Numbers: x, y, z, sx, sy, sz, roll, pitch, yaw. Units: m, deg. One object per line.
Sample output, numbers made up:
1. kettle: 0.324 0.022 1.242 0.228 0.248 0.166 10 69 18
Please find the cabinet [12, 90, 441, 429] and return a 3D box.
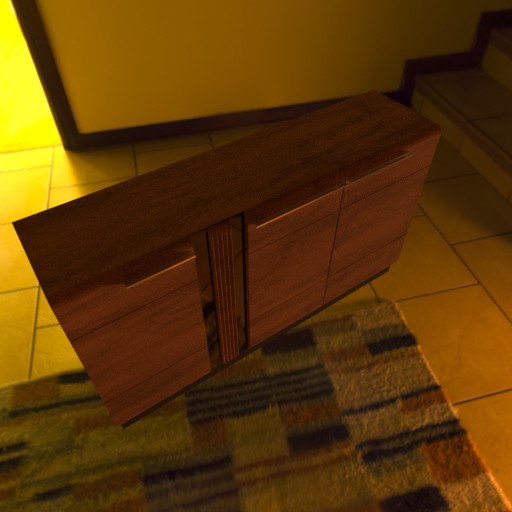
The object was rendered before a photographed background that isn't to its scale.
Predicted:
1. cabinet: 0.000 0.000 1.930 1.600 0.900 0.420 -26 52 -23
